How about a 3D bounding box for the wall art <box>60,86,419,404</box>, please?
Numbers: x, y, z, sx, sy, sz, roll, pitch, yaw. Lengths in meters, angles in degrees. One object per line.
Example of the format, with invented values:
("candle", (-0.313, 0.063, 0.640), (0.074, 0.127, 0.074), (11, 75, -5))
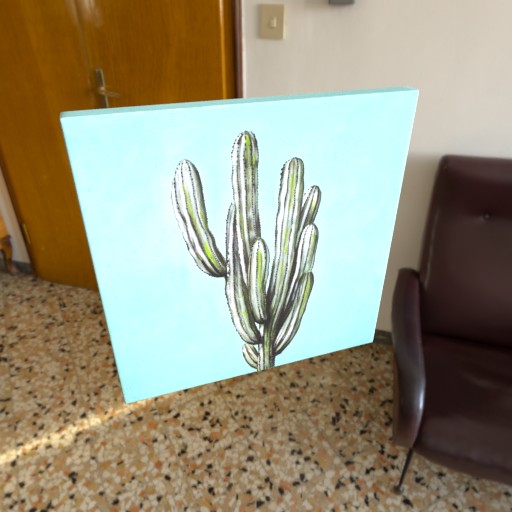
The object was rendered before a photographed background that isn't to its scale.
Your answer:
("wall art", (0.000, 0.000, 1.122), (0.765, 0.766, 0.054), (-10, 33, -16))
